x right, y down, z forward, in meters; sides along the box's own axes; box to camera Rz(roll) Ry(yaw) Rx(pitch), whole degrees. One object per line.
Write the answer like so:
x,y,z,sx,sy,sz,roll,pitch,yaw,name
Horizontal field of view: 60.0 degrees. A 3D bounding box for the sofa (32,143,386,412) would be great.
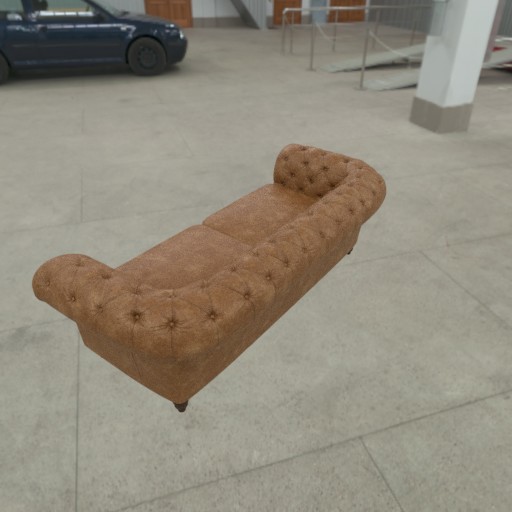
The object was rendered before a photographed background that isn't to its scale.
0.000,0.000,2.823,0.989,0.760,2.365,22,39,30,sofa
